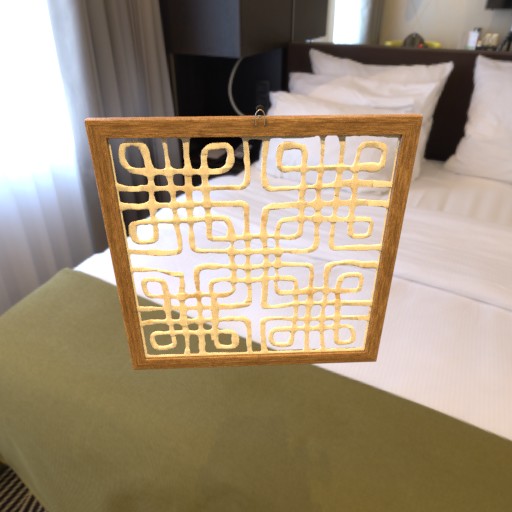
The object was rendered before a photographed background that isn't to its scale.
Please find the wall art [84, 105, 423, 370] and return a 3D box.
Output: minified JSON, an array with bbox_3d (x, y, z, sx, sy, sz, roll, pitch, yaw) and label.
[{"bbox_3d":[0.000,0.000,0.877,0.561,0.582,0.021,-1,31,-2],"label":"wall art"}]
